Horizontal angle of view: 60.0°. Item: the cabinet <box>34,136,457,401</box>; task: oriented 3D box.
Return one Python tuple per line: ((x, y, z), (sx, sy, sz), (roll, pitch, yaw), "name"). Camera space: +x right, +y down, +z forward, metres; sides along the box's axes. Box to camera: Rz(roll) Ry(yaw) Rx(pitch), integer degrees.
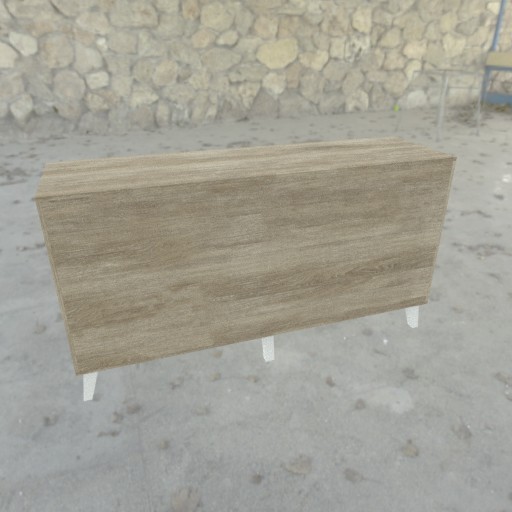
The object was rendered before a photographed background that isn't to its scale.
((0.000, 0.000, 1.987), (1.600, 0.870, 0.450), (-9, 28, -17), "cabinet")
